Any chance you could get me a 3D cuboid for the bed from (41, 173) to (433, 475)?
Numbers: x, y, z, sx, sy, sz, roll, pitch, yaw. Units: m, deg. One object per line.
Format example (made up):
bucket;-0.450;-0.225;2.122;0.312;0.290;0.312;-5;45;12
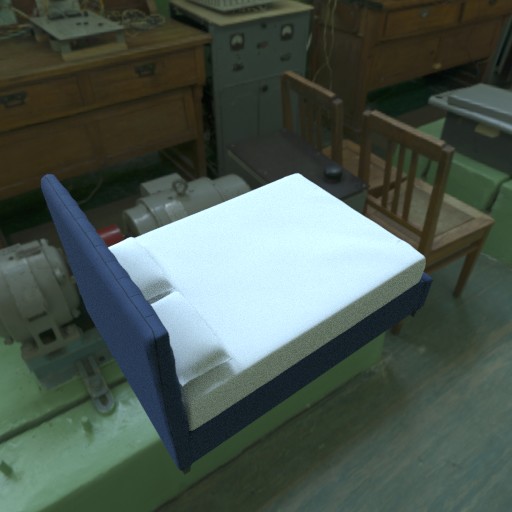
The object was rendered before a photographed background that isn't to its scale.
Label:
bed;0.000;0.000;3.423;2.387;1.427;1.706;-26;48;-26
